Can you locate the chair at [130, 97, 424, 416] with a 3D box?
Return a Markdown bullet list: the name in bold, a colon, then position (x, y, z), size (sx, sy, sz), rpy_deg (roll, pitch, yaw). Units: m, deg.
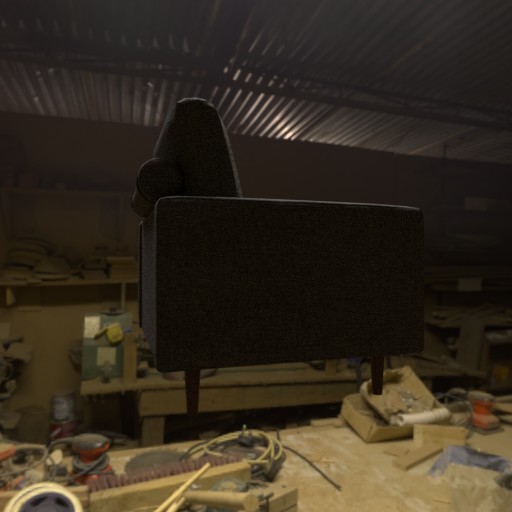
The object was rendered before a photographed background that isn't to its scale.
- **chair**: position (0.000, 0.000, 1.572), size (0.843, 0.880, 0.821), rpy_deg (0, 0, -18)
